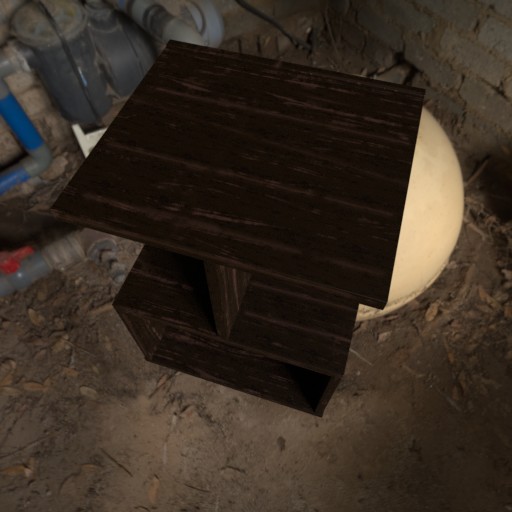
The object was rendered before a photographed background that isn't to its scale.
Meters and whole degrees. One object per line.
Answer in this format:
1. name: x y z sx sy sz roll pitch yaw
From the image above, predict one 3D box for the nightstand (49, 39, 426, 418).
1. nightstand: 0.000 0.000 0.816 0.400 0.559 0.356 15 59 9
